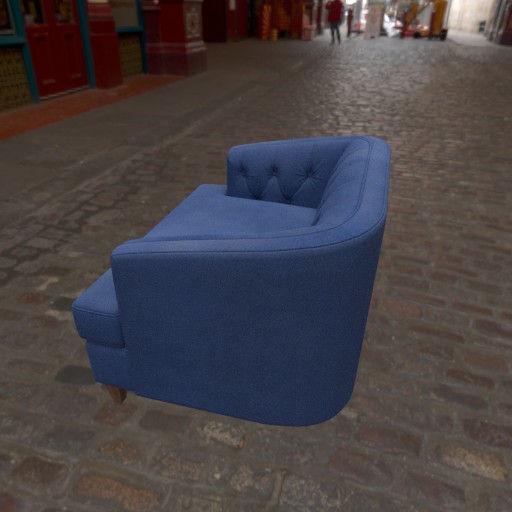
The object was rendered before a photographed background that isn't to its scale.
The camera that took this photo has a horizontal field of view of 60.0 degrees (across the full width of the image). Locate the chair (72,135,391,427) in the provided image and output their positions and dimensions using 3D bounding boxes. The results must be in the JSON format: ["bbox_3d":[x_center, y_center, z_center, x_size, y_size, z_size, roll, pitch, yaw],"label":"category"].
[{"bbox_3d":[0.000,0.000,1.753,0.914,0.787,1.118,8,31,14],"label":"chair"}]
